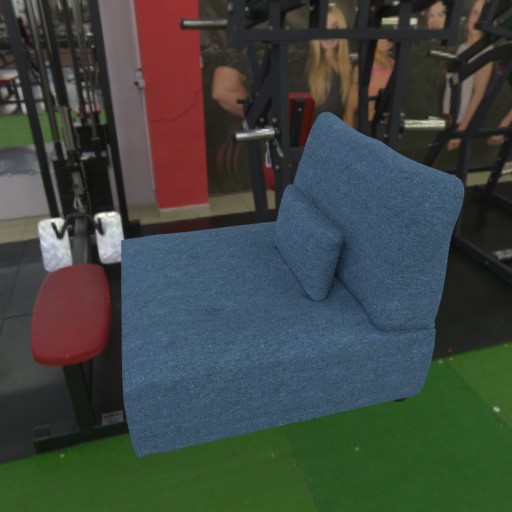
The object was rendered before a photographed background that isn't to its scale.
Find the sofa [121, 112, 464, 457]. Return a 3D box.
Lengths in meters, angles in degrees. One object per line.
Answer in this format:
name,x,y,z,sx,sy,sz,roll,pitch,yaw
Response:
sofa,0.000,0.000,1.645,1.000,0.820,0.930,-8,31,-13
